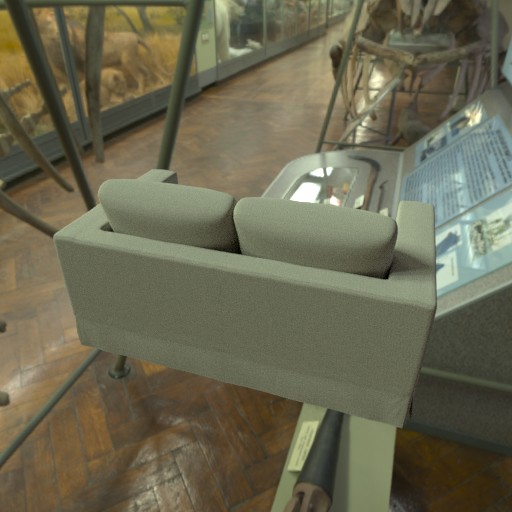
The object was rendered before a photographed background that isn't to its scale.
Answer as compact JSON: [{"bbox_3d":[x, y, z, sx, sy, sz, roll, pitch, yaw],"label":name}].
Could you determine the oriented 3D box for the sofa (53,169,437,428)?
[{"bbox_3d":[0.000,0.000,2.434,1.813,0.932,1.009,10,33,16],"label":"sofa"}]
